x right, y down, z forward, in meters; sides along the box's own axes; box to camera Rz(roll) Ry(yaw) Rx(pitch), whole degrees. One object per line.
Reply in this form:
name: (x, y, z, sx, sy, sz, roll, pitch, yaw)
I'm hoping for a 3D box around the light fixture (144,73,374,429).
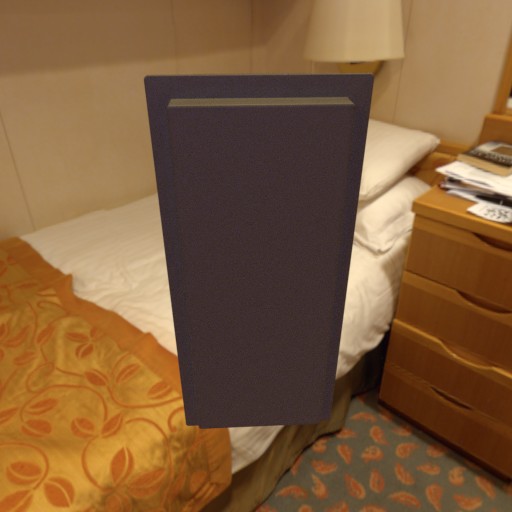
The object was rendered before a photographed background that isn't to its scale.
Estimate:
light fixture: (0.000, 0.000, 0.430, 0.153, 0.347, 0.146, -2, 31, -3)
